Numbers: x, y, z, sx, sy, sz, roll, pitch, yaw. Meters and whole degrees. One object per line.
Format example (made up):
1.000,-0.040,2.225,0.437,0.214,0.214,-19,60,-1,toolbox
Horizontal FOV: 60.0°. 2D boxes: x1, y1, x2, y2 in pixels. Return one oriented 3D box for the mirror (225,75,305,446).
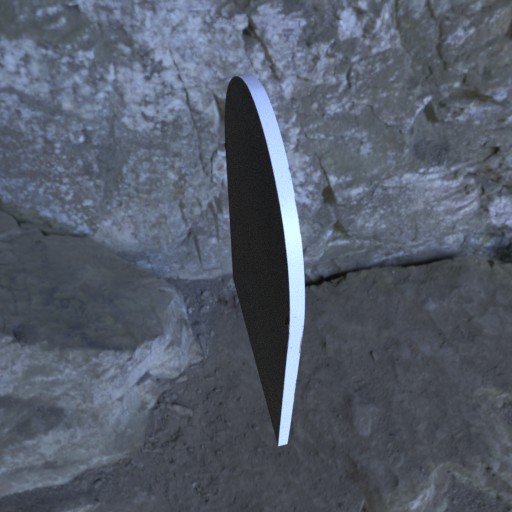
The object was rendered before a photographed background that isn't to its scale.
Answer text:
0.000,0.000,1.175,0.032,0.920,0.660,-10,47,-9,mirror
